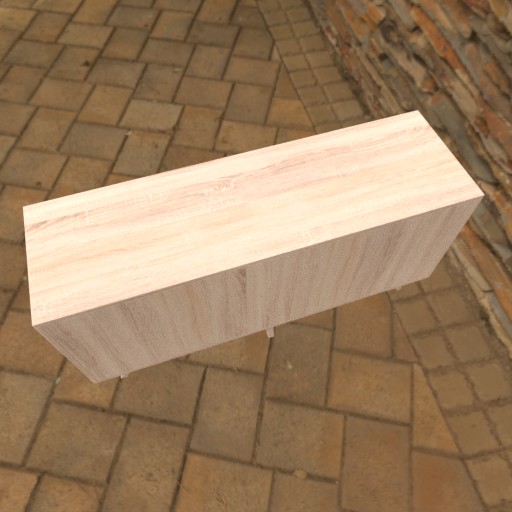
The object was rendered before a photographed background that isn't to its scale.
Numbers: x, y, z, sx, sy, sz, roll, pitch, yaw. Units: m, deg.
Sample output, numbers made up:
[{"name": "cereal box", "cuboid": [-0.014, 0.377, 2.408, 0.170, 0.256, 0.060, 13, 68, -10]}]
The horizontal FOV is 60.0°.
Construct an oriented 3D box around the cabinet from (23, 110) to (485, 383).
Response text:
[{"name": "cabinet", "cuboid": [0.000, 0.000, 1.984, 1.650, 0.780, 0.500, -16, 59, -10]}]
